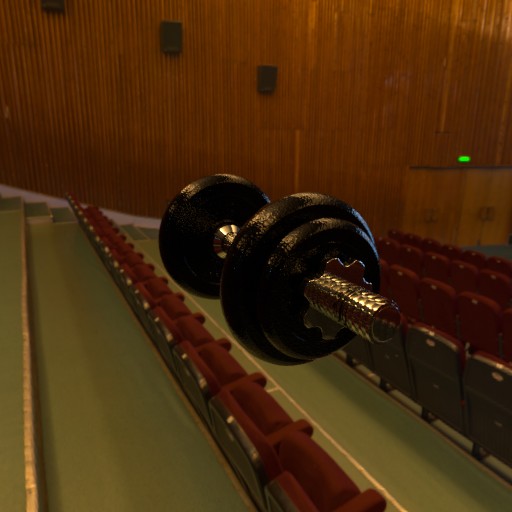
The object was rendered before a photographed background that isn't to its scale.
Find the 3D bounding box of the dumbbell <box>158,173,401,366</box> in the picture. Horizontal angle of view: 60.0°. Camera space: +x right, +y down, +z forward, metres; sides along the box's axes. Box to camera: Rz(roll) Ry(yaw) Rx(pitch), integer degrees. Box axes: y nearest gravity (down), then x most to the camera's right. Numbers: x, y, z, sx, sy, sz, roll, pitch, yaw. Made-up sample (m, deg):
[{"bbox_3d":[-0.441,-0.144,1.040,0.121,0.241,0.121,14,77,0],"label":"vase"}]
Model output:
[{"bbox_3d":[0.000,0.000,0.602,0.202,0.202,0.497,-8,18,-26],"label":"dumbbell"}]
